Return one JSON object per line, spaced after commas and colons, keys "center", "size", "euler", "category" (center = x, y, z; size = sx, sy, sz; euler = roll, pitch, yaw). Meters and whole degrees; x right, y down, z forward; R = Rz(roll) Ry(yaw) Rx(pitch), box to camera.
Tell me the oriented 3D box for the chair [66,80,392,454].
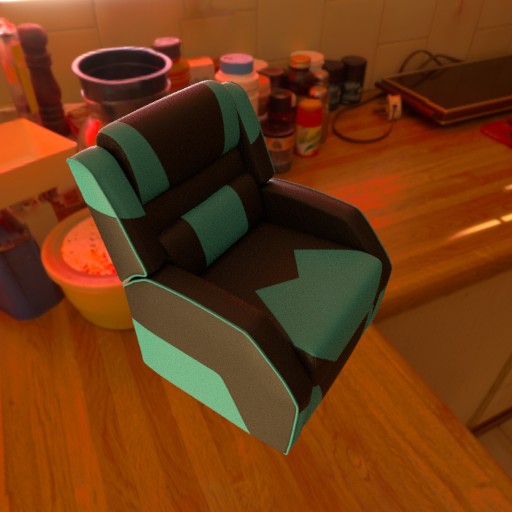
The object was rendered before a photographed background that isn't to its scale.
{"center": [0.000, 0.000, 1.313], "size": [0.672, 0.805, 0.620], "euler": [24, 46, 25], "category": "chair"}
